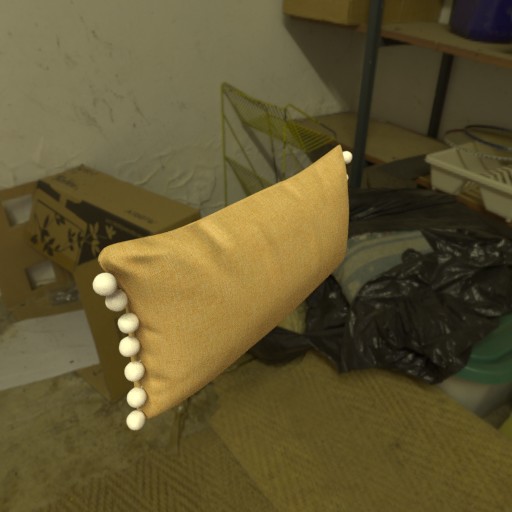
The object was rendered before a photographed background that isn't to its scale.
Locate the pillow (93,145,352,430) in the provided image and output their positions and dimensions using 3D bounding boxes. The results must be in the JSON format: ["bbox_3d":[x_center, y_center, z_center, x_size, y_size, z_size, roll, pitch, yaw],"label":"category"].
[{"bbox_3d":[0.000,0.000,0.861,0.201,0.322,0.709,20,35,31],"label":"pillow"}]
